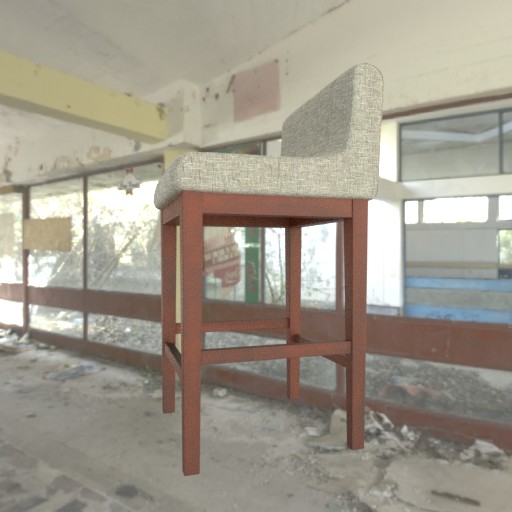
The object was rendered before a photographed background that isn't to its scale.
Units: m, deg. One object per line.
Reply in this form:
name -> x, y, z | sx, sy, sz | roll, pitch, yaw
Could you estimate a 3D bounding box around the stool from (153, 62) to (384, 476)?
stool -> 0.000, 0.000, 1.079 | 0.459, 0.835, 0.417 | 0, 0, -18
